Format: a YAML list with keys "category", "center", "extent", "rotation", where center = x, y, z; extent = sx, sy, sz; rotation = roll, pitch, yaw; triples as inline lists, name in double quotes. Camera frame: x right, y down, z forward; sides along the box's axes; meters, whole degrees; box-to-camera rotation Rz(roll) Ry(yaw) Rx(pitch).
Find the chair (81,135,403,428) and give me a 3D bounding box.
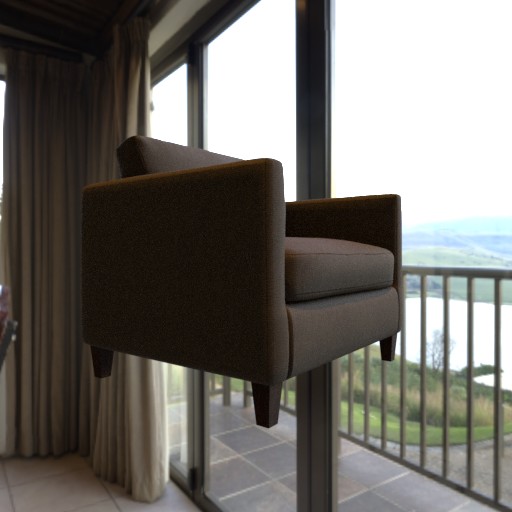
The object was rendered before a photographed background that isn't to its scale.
- category: "chair"
  center: [0.000, 0.000, 1.898]
  extent: [0.959, 0.963, 1.107]
  rotation: [1, 1, 37]
